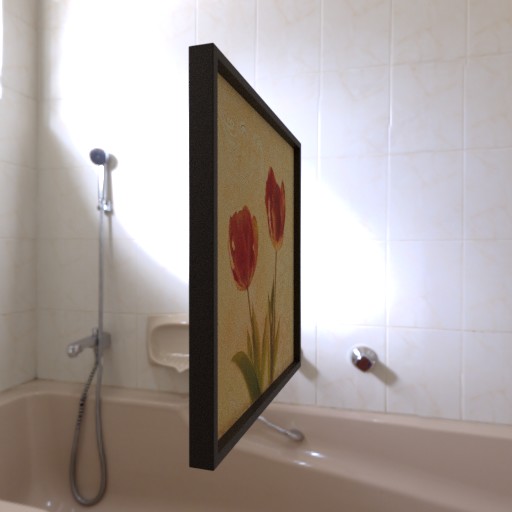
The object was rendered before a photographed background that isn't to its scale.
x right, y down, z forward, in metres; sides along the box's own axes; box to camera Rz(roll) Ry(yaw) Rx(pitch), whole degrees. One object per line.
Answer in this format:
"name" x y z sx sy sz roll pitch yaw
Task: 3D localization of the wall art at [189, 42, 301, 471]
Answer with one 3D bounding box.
"wall art" 0.000 0.000 0.533 0.038 0.349 0.349 0 0 18
